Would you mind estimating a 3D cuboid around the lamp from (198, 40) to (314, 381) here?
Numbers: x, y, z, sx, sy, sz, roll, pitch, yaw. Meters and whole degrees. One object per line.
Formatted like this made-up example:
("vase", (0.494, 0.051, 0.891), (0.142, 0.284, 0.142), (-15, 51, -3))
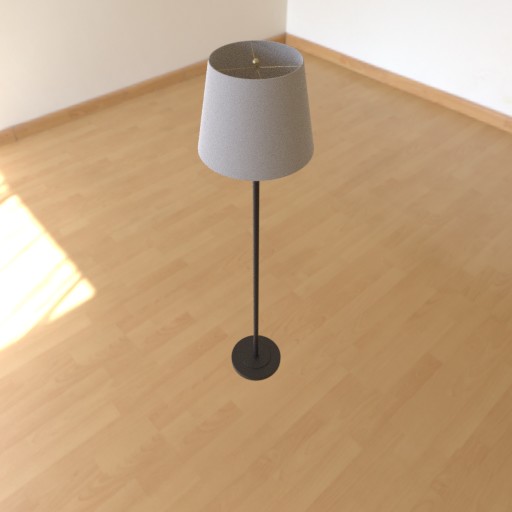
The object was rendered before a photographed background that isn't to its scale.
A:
("lamp", (0.000, 0.000, 1.676), (0.348, 1.473, 0.348), (17, 48, 16))
